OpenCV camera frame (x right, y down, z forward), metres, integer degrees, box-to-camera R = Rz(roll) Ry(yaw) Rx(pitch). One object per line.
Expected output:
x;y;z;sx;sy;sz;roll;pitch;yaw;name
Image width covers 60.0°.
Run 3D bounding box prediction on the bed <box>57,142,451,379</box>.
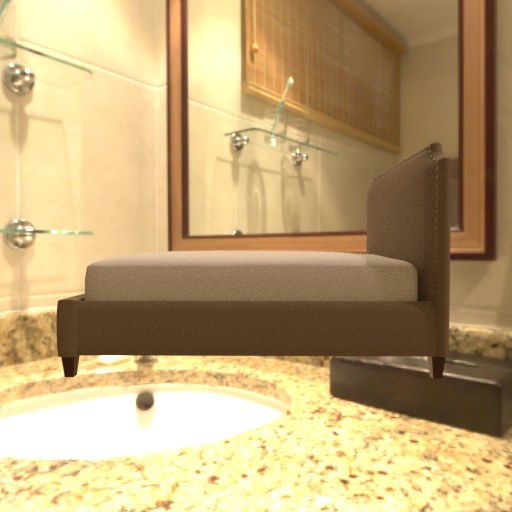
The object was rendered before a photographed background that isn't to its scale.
0.000;0.000;3.470;2.372;1.443;1.713;0;1;1;bed
